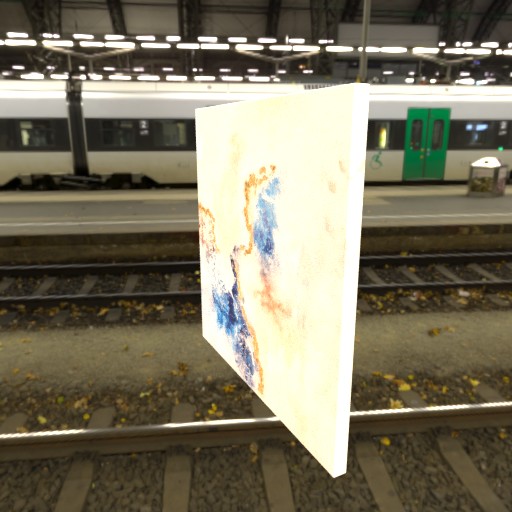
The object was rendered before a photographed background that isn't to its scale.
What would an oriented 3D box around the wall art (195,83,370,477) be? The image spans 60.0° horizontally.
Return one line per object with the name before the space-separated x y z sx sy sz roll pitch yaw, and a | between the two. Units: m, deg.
wall art | 0.000 0.000 1.339 0.038 0.889 0.889 -8 17 -26
